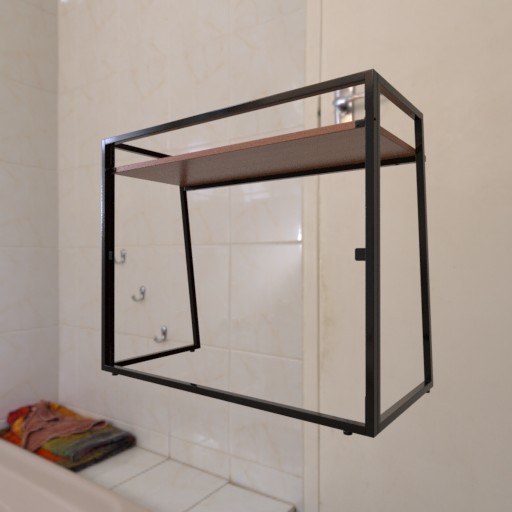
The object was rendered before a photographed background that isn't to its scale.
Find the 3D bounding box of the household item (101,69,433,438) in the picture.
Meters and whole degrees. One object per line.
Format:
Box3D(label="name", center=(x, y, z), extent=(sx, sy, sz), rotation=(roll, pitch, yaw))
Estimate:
Box3D(label="household item", center=(0.000, 0.000, 1.534), extent=(1.050, 0.860, 0.510), rotation=(0, 0, 36))
